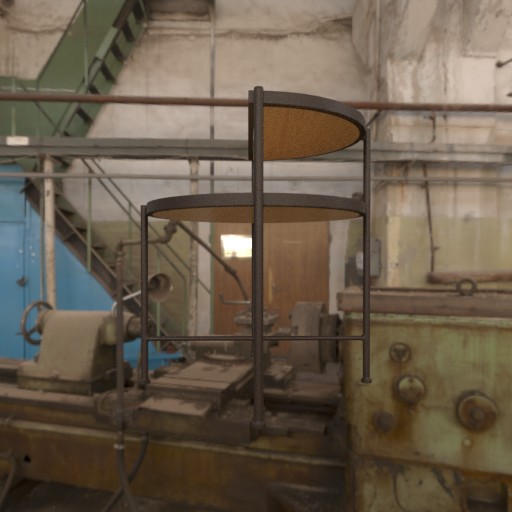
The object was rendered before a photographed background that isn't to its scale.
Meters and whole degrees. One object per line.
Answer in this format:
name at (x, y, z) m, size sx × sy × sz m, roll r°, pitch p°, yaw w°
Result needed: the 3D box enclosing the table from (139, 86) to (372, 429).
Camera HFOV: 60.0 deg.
table at (0.000, 0.000, 1.195) m, size 0.628 × 0.684 × 0.629 m, roll 0°, pitch 1°, yaw -1°
